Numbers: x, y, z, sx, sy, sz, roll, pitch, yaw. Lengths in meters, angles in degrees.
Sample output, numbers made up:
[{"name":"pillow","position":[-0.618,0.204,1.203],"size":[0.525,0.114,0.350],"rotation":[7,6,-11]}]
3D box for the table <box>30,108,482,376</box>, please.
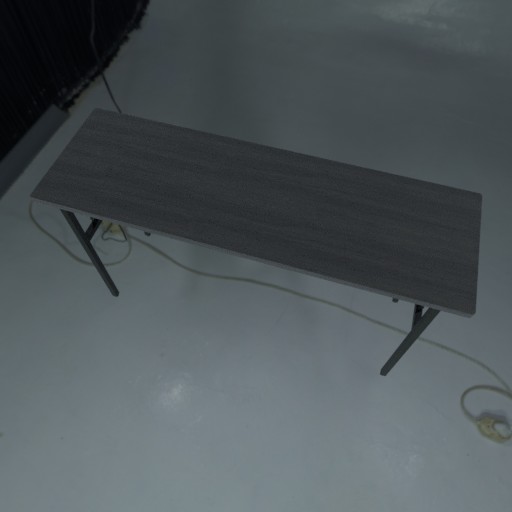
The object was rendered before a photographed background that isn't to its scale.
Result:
[{"name":"table","position":[0.000,0.000,1.754],"size":[1.399,0.750,0.449],"rotation":[15,60,9]}]
